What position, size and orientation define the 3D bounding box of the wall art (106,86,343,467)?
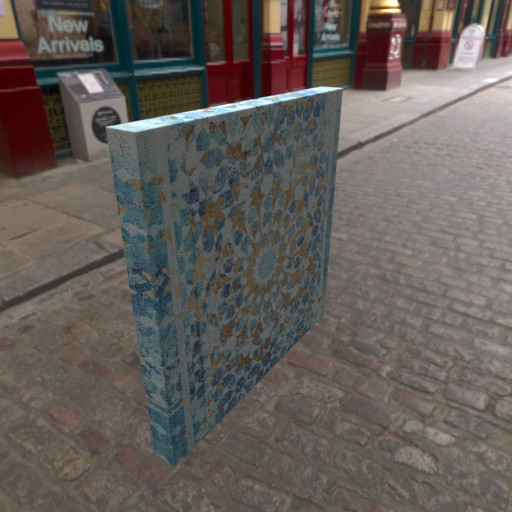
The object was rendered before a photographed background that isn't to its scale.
[{"bbox_3d":[0.000,0.000,0.613,0.037,0.405,0.405,17,31,31],"label":"wall art"}]
